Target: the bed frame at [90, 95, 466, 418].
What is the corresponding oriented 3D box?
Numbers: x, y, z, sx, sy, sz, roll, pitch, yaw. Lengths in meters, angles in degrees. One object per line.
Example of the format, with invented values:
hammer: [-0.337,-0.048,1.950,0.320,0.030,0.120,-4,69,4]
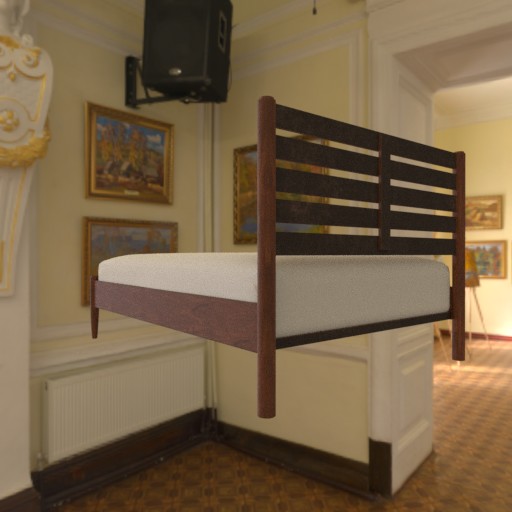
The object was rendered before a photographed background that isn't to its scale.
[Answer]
bed frame: [0.000,0.000,3.177,1.655,1.321,2.234,0,0,-38]
